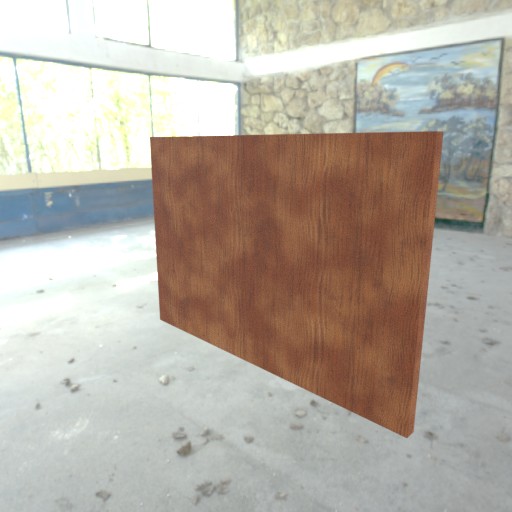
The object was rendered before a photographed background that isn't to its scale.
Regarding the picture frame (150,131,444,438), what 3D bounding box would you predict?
[{"bbox_3d":[0.000,0.000,1.215,0.950,0.640,0.029,14,20,43],"label":"picture frame"}]
